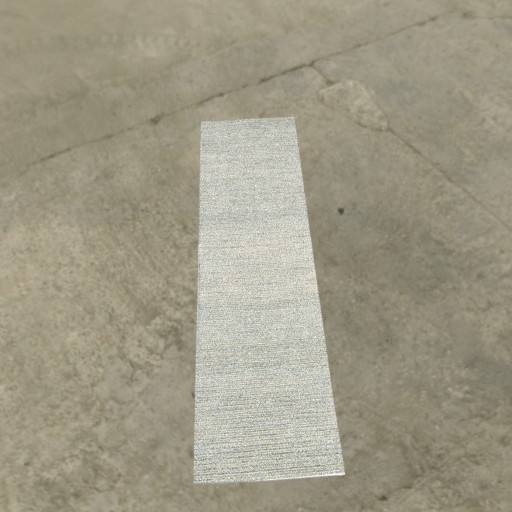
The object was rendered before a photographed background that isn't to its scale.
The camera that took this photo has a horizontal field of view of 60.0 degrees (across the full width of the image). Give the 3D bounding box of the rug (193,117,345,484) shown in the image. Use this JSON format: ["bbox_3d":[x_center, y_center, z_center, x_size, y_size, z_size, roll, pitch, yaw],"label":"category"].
[{"bbox_3d":[0.000,0.000,2.574,0.675,0.037,2.341,-2,58,-2],"label":"rug"}]
